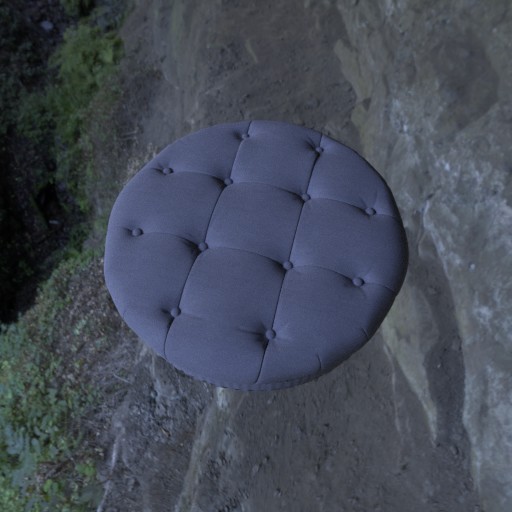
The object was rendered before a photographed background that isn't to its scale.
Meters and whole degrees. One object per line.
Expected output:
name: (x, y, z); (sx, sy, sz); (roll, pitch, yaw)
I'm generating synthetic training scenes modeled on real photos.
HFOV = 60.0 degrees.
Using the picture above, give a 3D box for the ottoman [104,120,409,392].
ottoman: (0.000, 0.000, 1.428); (0.901, 0.439, 0.901); (0, 58, 0)
